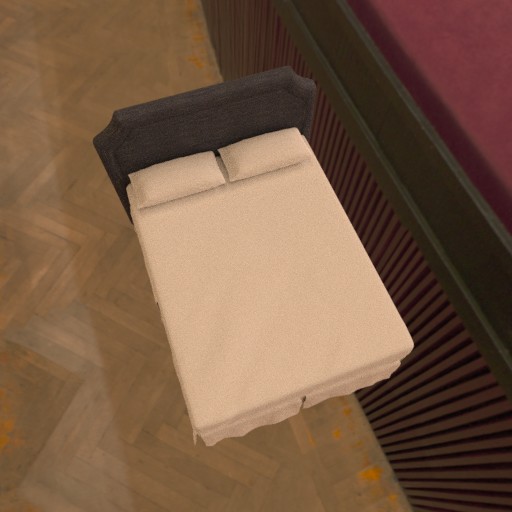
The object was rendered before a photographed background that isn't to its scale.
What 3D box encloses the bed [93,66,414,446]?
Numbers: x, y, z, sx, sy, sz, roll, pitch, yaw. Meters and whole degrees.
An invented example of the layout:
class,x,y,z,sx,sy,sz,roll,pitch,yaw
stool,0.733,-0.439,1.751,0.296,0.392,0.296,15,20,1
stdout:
class,x,y,z,sx,sy,sz,roll,pitch,yaw
bed,0.000,0.000,3.183,1.693,1.290,2.116,-18,65,-9
